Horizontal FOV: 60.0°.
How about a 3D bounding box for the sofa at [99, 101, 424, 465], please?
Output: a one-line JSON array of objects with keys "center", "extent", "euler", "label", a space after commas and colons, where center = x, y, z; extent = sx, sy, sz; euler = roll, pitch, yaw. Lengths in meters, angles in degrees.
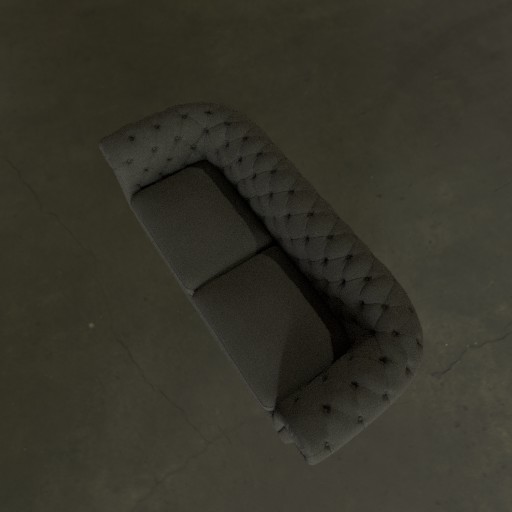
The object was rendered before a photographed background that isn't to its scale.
[{"center": [0.000, 0.000, 2.857], "extent": [0.991, 0.762, 2.362], "euler": [-31, 67, -15], "label": "sofa"}]
